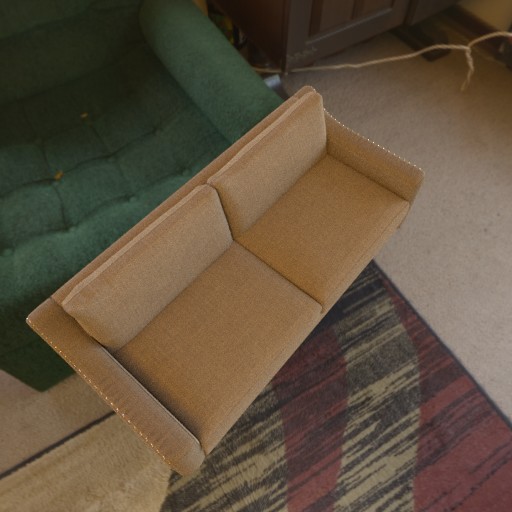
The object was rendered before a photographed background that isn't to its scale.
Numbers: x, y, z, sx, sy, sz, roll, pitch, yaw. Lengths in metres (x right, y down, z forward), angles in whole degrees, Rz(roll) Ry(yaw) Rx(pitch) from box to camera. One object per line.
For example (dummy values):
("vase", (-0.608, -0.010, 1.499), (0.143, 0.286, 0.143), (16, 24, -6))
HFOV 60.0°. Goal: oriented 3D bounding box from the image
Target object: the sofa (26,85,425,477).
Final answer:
("sofa", (0.000, 0.000, 2.589), (1.000, 0.857, 2.208), (36, 66, 19))
